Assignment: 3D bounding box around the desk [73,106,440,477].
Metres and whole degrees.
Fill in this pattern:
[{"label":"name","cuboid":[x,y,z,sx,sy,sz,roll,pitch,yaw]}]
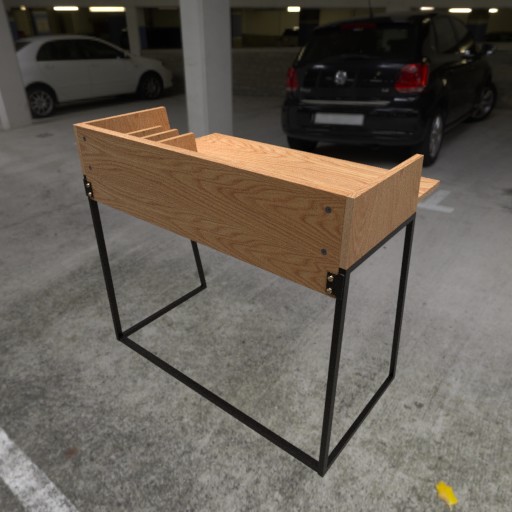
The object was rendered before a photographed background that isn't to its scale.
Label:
[{"label":"desk","cuboid":[0.000,0.000,1.880,1.191,1.061,0.769,21,36,33]}]
